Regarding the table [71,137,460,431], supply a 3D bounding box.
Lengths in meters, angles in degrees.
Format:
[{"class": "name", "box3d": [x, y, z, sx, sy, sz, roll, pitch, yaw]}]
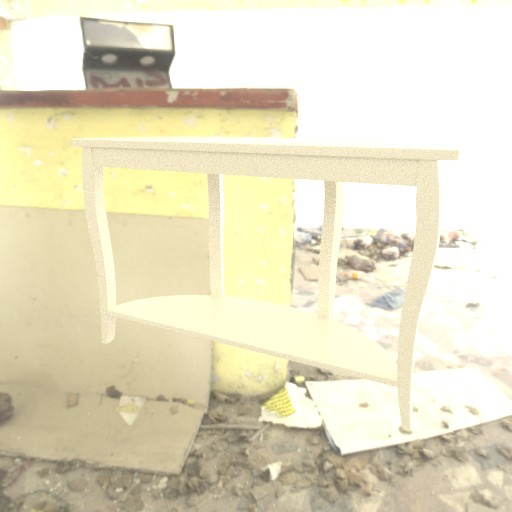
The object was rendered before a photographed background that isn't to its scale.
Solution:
[{"class": "table", "box3d": [0.000, 0.000, 1.542, 1.219, 0.780, 0.394, 8, 19, 25]}]
